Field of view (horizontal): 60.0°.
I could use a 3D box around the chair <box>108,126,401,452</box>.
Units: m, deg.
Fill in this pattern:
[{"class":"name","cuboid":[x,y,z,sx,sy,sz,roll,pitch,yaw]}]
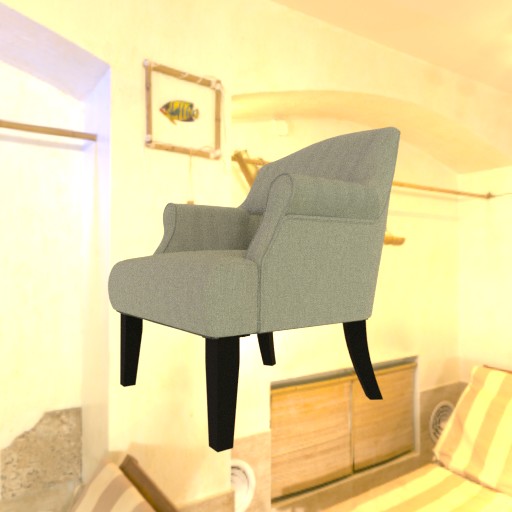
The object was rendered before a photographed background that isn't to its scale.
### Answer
[{"class":"chair","cuboid":[0.000,0.000,1.450,0.755,0.880,0.772,1,-1,-35]}]
